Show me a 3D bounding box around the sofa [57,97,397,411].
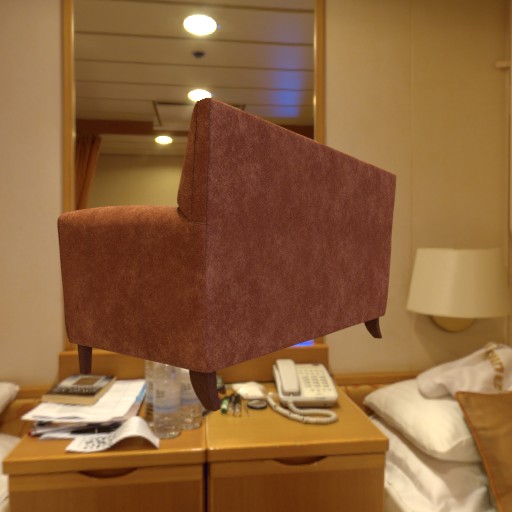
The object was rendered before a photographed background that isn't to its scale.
[{"bbox_3d":[0.000,0.000,1.995,0.787,0.871,1.473,0,1,36],"label":"sofa"}]
